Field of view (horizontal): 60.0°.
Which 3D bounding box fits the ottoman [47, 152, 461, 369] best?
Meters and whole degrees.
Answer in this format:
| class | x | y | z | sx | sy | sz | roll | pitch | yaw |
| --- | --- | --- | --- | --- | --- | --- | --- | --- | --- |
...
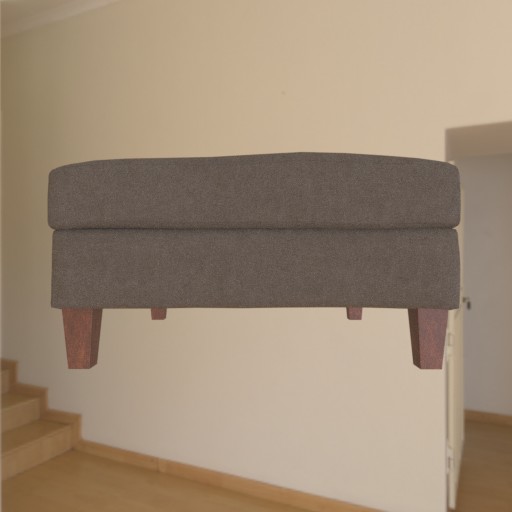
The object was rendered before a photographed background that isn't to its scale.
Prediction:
| class | x | y | z | sx | sy | sz | roll | pitch | yaw |
| --- | --- | --- | --- | --- | --- | --- | --- | --- | --- |
| ottoman | 0.000 | 0.000 | 1.334 | 0.881 | 0.482 | 0.861 | 0 | 0 | 0 |
